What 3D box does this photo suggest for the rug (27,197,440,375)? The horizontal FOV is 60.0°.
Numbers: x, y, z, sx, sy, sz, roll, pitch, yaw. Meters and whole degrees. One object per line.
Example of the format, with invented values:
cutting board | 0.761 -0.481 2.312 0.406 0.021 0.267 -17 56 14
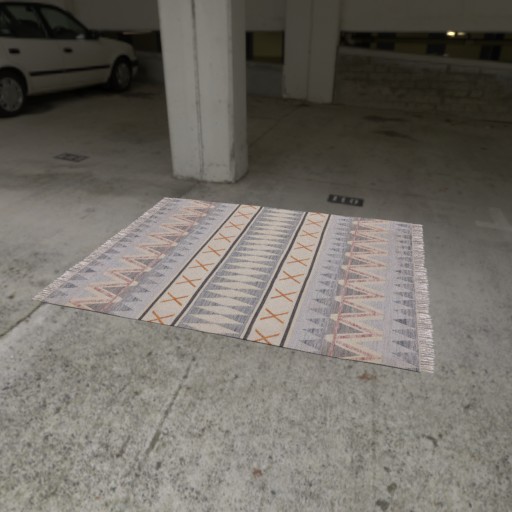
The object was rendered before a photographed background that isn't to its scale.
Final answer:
rug | 0.000 0.000 4.042 3.000 0.012 2.371 8 29 14
